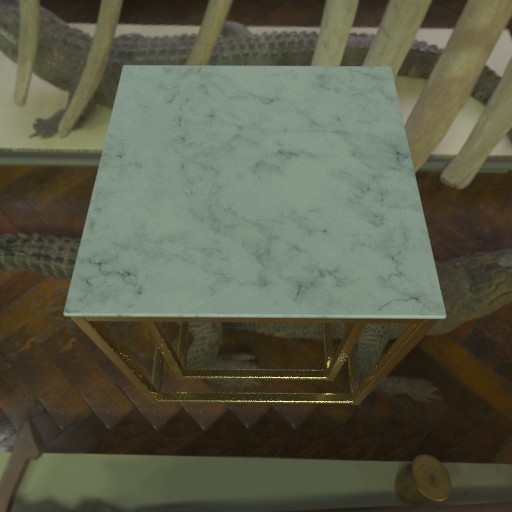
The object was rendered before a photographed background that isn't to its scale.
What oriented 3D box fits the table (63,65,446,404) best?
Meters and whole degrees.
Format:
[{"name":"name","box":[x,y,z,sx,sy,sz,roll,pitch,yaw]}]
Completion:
[{"name":"table","box":[0.000,0.000,0.848,0.450,0.500,0.450,0,60,0]}]
